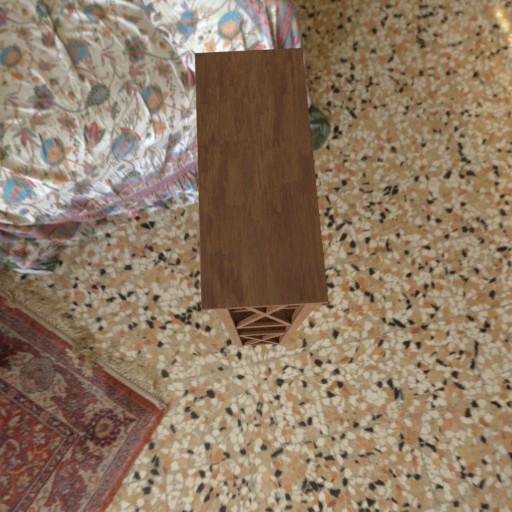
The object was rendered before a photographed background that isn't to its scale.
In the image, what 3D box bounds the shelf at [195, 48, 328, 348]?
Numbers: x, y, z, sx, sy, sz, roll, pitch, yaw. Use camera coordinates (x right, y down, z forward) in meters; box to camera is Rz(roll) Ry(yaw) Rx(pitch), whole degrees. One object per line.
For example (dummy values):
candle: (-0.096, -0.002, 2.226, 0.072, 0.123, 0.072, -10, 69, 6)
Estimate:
shelf: (0.000, 0.000, 2.190, 0.335, 1.905, 0.805, -3, 75, -1)
